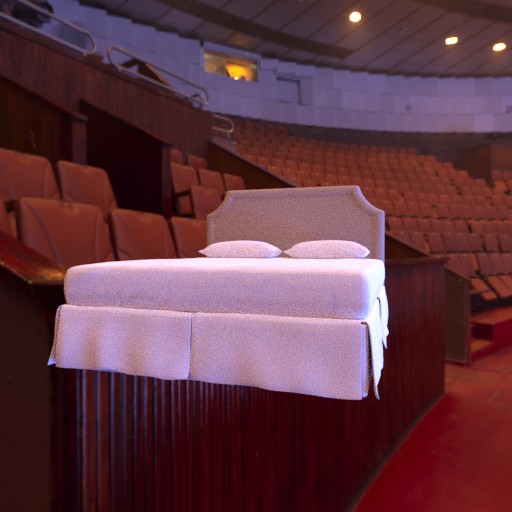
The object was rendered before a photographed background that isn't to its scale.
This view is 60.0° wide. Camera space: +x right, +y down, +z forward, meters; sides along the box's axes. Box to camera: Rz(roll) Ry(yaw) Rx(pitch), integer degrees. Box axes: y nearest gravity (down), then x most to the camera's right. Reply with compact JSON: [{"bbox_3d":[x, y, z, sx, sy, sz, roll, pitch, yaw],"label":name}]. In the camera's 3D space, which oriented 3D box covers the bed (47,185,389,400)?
[{"bbox_3d":[0.000,0.000,4.128,2.350,1.590,2.773,0,1,18],"label":"bed"}]
